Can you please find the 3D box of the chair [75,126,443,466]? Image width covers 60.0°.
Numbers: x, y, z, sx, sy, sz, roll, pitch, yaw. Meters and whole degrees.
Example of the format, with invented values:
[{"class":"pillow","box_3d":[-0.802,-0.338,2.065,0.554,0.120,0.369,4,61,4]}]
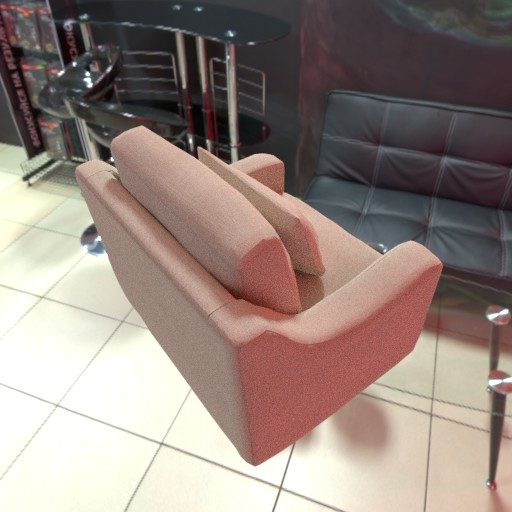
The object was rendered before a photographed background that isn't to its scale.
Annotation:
[{"class":"chair","box_3d":[0.000,0.000,1.896,1.009,1.016,1.178,-26,47,-27]}]
